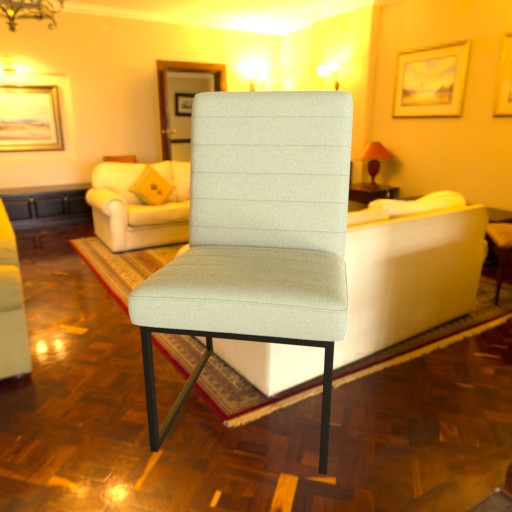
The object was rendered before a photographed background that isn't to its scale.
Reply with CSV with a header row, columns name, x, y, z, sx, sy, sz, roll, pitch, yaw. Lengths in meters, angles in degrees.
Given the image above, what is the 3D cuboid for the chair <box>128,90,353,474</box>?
name,x,y,z,sx,sy,sz,roll,pitch,yaw
chair,0.000,0.000,1.283,0.520,0.930,0.634,3,17,10
